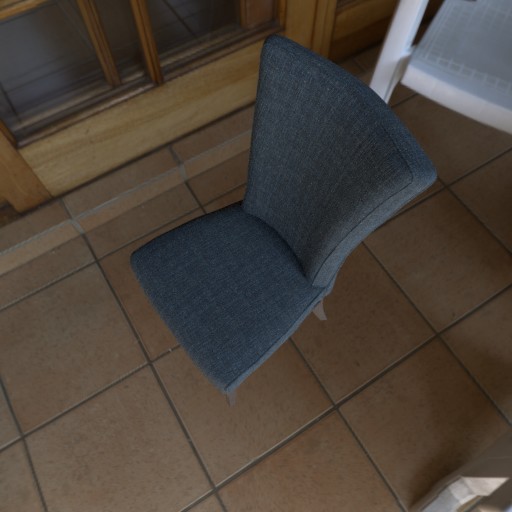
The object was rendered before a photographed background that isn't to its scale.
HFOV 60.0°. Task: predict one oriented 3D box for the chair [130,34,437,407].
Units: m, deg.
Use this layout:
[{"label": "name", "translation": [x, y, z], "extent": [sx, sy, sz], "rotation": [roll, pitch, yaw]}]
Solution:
[{"label": "chair", "translation": [0.000, 0.000, 1.332], "extent": [0.660, 0.991, 0.520], "rotation": [-35, 70, -15]}]
